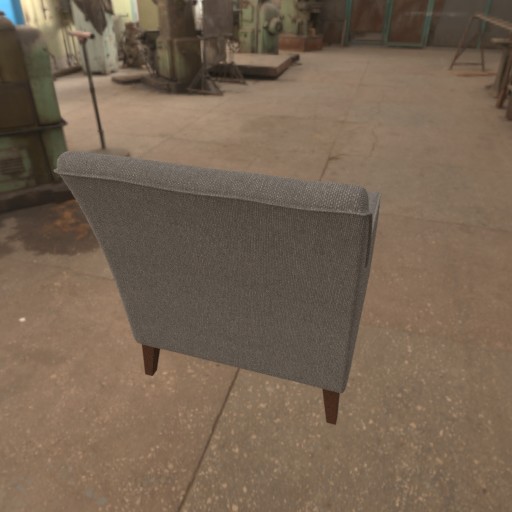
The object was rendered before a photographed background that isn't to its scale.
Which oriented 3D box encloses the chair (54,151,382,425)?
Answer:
[{"bbox_3d":[0.000,0.000,1.562,0.780,0.919,0.899,10,33,16],"label":"chair"}]
